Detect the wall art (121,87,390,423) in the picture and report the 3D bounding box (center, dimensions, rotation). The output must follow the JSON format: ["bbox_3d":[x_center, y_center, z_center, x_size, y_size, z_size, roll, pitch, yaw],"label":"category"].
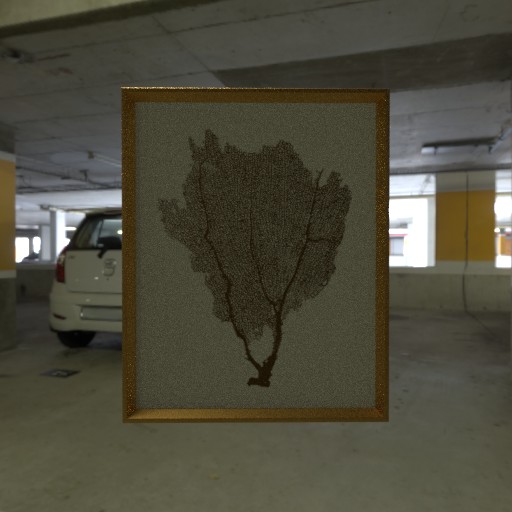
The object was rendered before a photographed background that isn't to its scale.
[{"bbox_3d":[0.000,0.000,1.029,0.610,0.762,0.038,0,1,-1],"label":"wall art"}]
